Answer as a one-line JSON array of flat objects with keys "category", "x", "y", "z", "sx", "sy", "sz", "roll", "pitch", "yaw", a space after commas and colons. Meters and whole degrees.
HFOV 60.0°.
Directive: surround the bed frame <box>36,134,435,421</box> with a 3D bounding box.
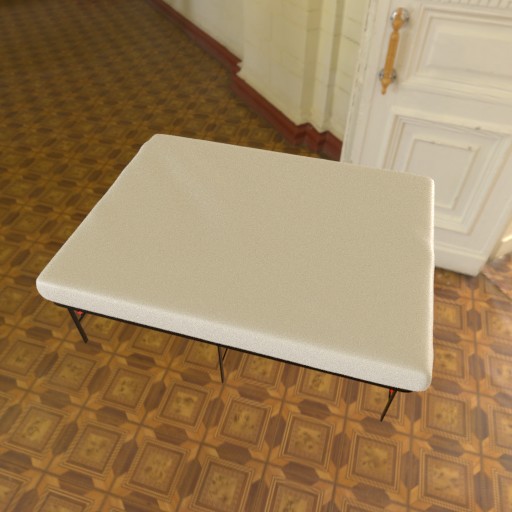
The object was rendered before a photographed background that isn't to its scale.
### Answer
[{"category": "bed frame", "x": 0.000, "y": 0.000, "z": 2.911, "sx": 2.151, "sy": 0.667, "sz": 1.584, "roll": 12, "pitch": 48, "yaw": 11}]
